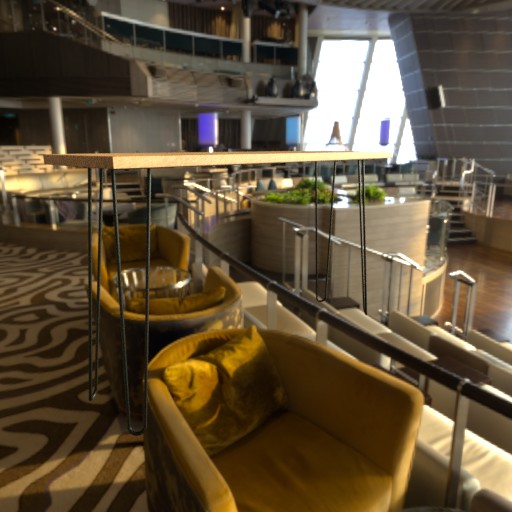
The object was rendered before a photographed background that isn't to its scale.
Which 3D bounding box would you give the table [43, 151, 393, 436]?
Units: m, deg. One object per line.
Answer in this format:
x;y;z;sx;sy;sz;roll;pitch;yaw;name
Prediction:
0.000;0.000;1.757;0.399;0.799;1.400;13;19;42;table
